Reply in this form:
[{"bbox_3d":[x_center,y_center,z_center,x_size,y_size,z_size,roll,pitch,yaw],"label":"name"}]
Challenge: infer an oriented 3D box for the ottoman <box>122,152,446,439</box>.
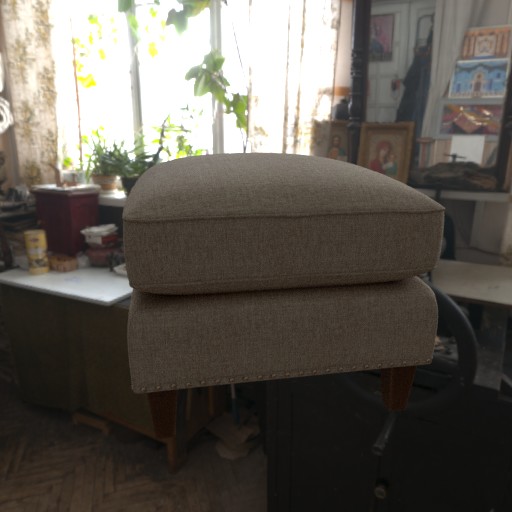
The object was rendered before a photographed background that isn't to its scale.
[{"bbox_3d":[0.000,0.000,1.134,0.584,0.513,0.741,-3,16,-10],"label":"ottoman"}]
